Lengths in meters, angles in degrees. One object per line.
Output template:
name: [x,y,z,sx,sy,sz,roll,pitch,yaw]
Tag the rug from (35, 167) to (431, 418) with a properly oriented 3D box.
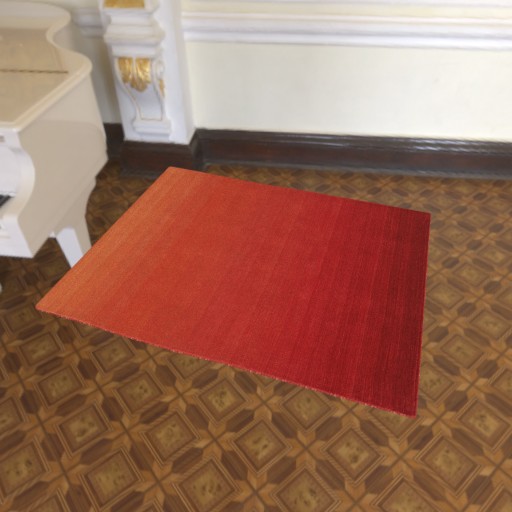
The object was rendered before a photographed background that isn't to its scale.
rug: [0.000,0.000,3.949,2.905,0.028,2.340,13,43,14]
